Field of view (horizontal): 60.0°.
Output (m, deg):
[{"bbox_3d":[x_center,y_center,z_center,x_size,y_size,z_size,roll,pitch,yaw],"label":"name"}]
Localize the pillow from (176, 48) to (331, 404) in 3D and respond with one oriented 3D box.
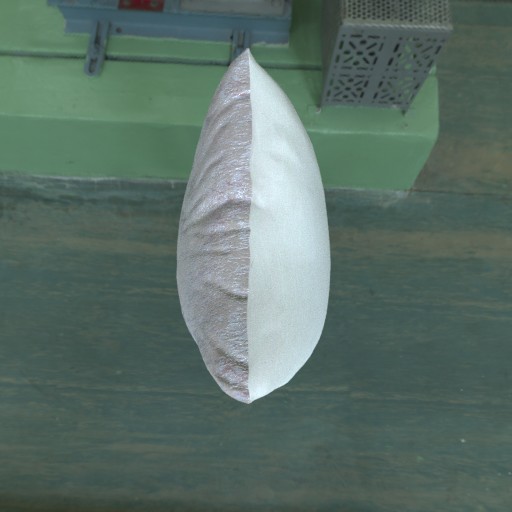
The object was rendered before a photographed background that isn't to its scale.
[{"bbox_3d":[0.000,0.000,0.729,0.245,0.448,0.450,2,75,0],"label":"pillow"}]
